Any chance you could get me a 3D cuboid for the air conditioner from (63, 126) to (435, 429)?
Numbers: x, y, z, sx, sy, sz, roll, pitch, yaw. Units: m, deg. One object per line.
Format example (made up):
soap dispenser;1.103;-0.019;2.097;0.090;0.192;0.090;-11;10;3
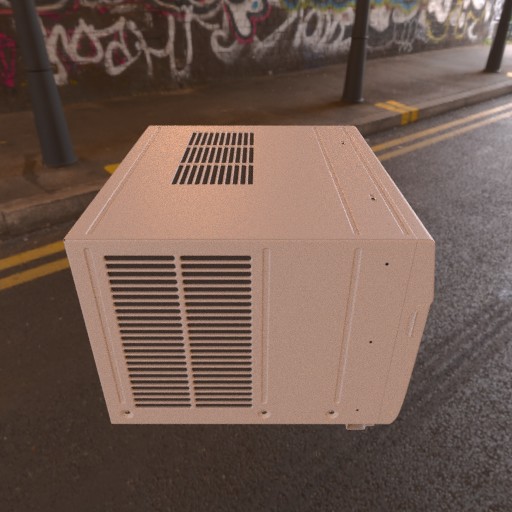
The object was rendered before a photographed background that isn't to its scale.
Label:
air conditioner;0.000;0.000;1.074;0.599;0.455;0.645;0;32;0
